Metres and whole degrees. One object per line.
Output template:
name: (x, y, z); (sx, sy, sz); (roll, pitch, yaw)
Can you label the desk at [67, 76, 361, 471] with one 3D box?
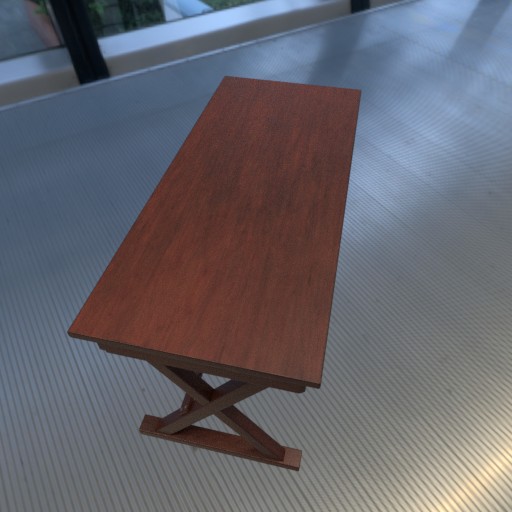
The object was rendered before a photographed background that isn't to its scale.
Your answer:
desk: (0.000, 0.000, 1.728); (0.600, 0.761, 1.372); (9, 47, 9)
